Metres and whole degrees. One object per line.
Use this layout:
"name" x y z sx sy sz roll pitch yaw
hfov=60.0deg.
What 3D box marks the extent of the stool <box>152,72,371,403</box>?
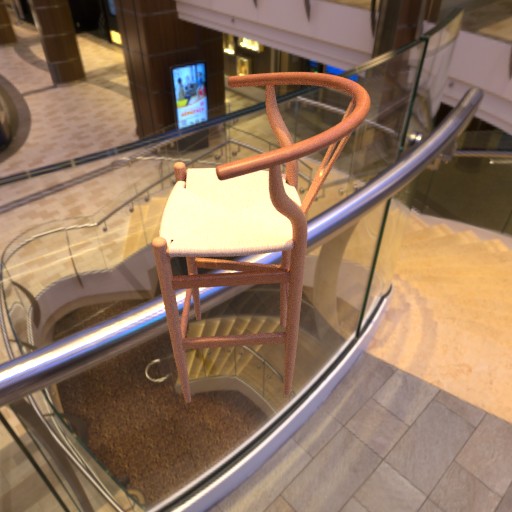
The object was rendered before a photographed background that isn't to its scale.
"stool" 0.000 0.000 1.439 0.561 1.068 0.574 0 41 0
